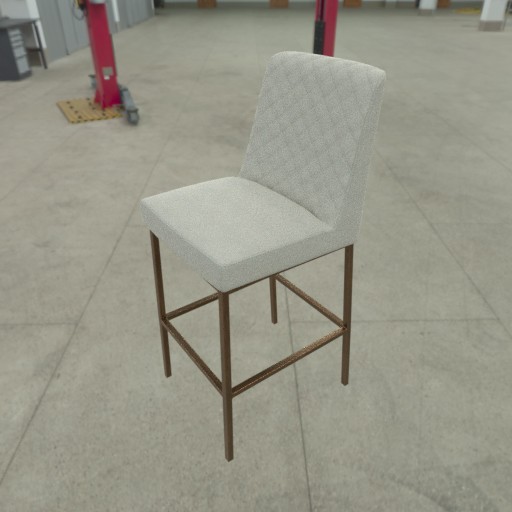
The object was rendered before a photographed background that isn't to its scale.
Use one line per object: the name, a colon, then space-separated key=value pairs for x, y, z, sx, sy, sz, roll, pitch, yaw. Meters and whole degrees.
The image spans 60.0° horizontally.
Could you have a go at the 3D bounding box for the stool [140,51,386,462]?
stool: x=0.000 y=0.000 z=1.360 sx=0.546 sy=1.084 sz=0.462 roll=-21 pitch=38 yaw=-30
